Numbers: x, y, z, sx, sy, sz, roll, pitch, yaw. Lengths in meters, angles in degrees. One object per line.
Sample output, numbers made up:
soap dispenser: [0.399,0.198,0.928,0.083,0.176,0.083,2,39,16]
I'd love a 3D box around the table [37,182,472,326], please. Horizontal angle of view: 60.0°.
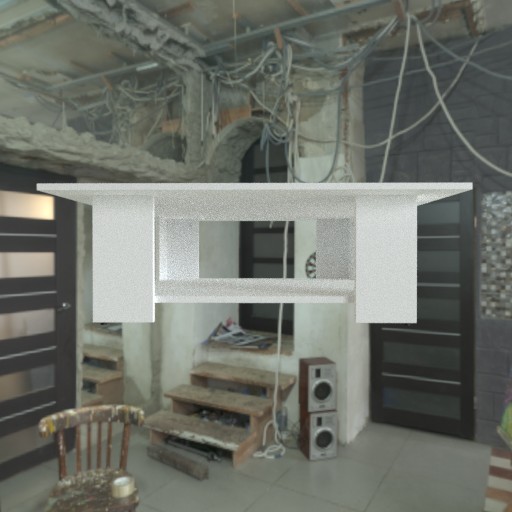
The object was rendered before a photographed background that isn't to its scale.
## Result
table: [0.000,0.000,1.350,0.890,0.305,0.890,0,0,1]
